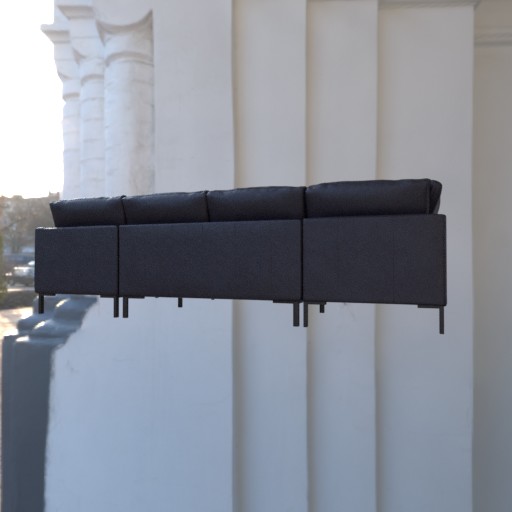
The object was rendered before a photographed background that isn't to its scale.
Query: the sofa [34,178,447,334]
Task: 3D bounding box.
[{"bbox_3d":[0.000,0.000,3.813,2.956,0.900,1.939,0,-1,20],"label":"sofa"}]
